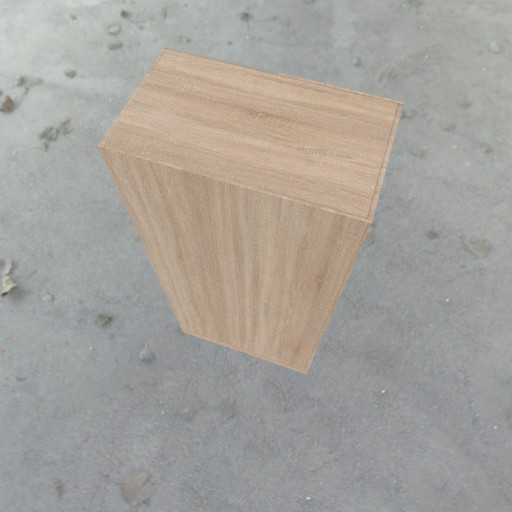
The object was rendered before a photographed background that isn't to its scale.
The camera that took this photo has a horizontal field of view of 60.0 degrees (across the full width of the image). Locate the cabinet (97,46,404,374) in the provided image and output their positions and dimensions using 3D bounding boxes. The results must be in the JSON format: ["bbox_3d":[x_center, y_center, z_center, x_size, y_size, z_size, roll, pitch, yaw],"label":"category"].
[{"bbox_3d":[0.000,0.000,2.577,1.001,2.121,0.590,17,63,9],"label":"cabinet"}]
